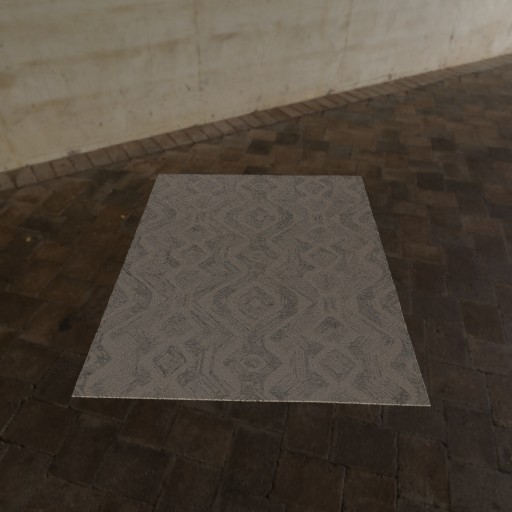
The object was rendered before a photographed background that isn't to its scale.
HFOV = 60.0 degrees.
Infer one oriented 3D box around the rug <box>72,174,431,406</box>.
[{"bbox_3d":[0.000,0.000,4.156,2.430,0.030,3.054,1,40,1],"label":"rug"}]
